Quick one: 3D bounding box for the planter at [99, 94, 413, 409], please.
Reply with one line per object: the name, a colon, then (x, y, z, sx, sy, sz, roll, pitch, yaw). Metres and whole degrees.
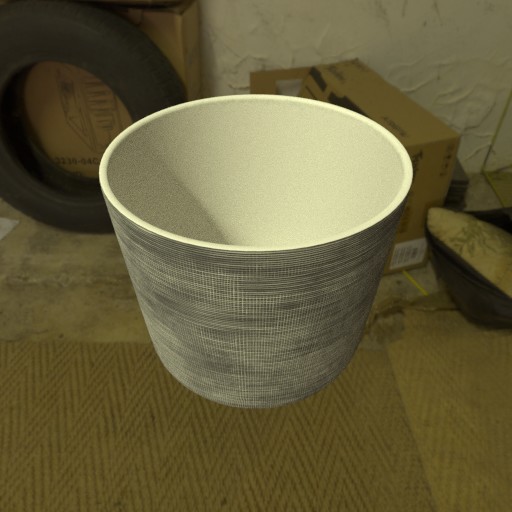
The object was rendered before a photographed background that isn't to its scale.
planter: (0.000, 0.000, 0.772, 0.440, 0.398, 0.440, 0, 41, 0)
